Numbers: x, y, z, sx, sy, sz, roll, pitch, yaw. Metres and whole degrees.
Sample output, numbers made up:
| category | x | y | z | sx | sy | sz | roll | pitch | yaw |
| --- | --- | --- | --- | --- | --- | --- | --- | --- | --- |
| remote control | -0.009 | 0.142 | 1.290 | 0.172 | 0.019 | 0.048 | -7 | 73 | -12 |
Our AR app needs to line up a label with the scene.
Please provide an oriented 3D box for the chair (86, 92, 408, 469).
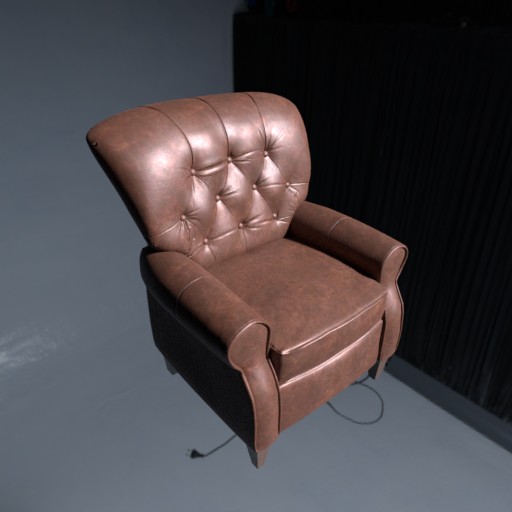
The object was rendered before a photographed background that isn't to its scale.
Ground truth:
| category | x | y | z | sx | sy | sz | roll | pitch | yaw |
| --- | --- | --- | --- | --- | --- | --- | --- | --- | --- |
| chair | 0.000 | 0.000 | 1.862 | 0.979 | 1.162 | 1.031 | -23 | 37 | -33 |
